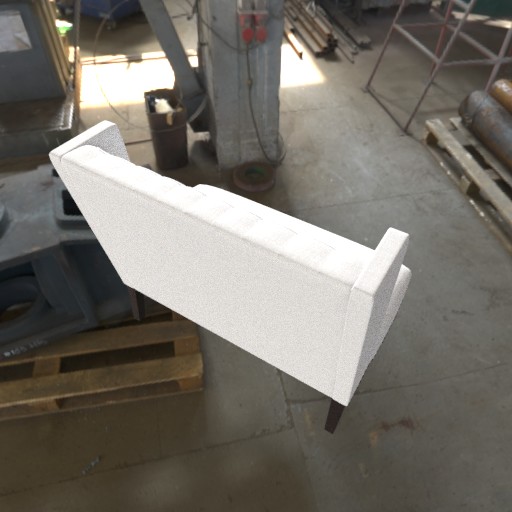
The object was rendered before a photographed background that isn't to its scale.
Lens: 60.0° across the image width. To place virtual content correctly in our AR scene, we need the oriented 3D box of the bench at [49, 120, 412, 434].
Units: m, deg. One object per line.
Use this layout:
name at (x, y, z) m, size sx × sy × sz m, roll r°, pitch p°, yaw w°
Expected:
bench at (0.000, 0.000, 2.016) m, size 1.280 × 1.123 × 0.847 m, roll 24°, pitch 51°, yaw 22°
